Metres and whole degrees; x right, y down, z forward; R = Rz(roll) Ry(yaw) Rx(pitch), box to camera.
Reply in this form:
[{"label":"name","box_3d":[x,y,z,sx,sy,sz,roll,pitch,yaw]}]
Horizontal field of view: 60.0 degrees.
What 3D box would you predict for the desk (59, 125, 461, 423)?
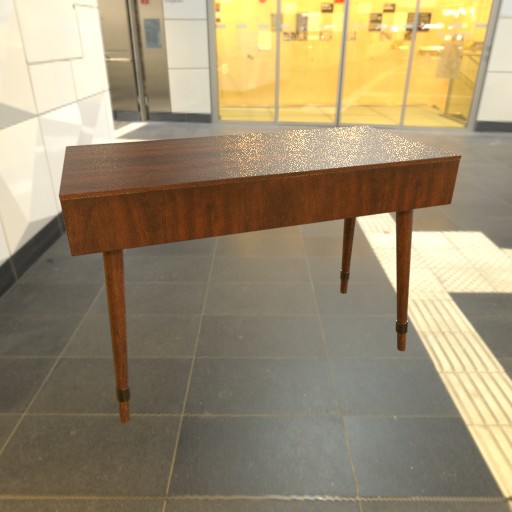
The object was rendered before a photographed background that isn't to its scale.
[{"label":"desk","box_3d":[0.000,0.000,2.170,1.577,1.031,0.734,-9,28,-17]}]
